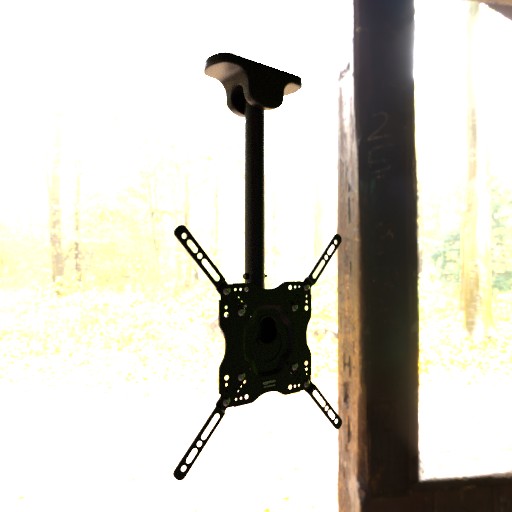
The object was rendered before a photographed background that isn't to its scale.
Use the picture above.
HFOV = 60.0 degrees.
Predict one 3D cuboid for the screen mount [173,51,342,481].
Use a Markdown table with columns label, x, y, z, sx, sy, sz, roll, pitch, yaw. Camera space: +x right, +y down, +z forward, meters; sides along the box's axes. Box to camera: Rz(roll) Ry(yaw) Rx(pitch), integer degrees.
| label | x | y | z | sx | sy | sz | roll | pitch | yaw |
| --- | --- | --- | --- | --- | --- | --- | --- | --- | --- |
| screen mount | 0.000 | 0.000 | 0.866 | 0.393 | 0.729 | 0.090 | 1 | -1 | -37 |
